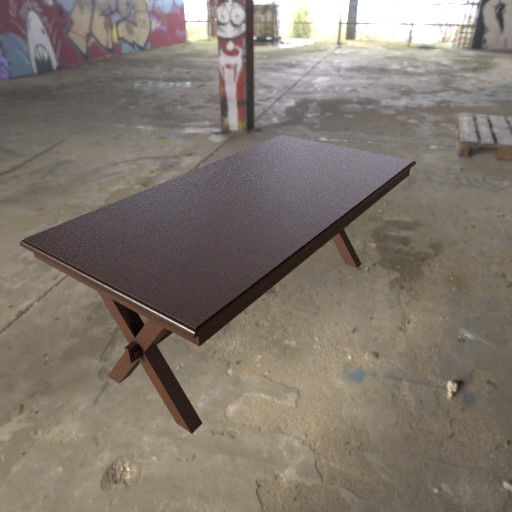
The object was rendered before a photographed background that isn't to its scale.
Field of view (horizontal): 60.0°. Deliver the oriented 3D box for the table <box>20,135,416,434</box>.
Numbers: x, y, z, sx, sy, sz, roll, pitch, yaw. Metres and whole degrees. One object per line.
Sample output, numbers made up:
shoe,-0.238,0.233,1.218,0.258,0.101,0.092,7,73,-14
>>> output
table,0.000,0.000,1.489,0.594,0.459,1.197,20,36,30
